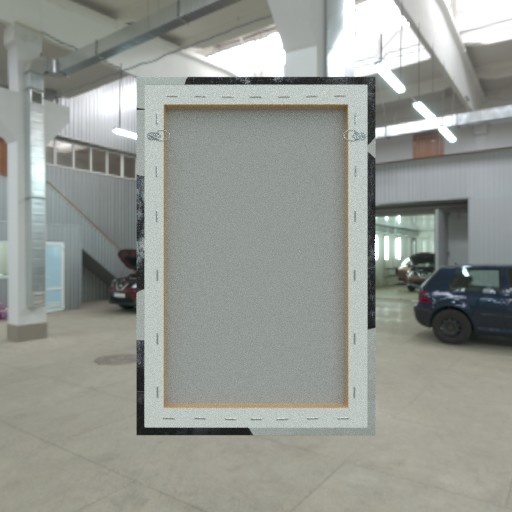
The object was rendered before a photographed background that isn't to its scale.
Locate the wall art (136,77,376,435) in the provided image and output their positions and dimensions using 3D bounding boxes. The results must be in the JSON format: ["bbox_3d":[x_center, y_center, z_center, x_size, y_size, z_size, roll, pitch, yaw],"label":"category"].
[{"bbox_3d":[0.000,0.000,1.147,0.610,0.915,0.041,0,0,0],"label":"wall art"}]
